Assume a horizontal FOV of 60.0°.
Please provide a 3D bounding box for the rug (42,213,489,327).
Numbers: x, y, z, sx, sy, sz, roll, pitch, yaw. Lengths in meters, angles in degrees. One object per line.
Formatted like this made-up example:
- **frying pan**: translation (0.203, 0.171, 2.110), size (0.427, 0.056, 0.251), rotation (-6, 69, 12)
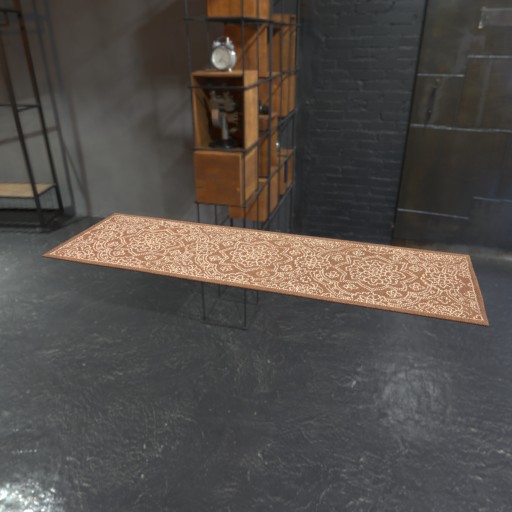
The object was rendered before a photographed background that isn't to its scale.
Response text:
- **rug**: translation (0.000, 0.000, 2.651), size (2.448, 0.012, 0.769), rotation (8, 27, 15)
